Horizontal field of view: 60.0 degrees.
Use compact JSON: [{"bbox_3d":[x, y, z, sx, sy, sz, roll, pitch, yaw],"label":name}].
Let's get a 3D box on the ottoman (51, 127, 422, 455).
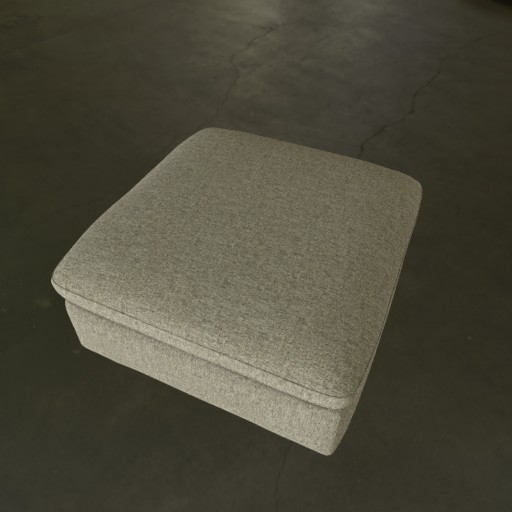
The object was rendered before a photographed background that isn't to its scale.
[{"bbox_3d":[0.000,0.000,1.674,1.035,0.526,1.039,18,49,17],"label":"ottoman"}]
